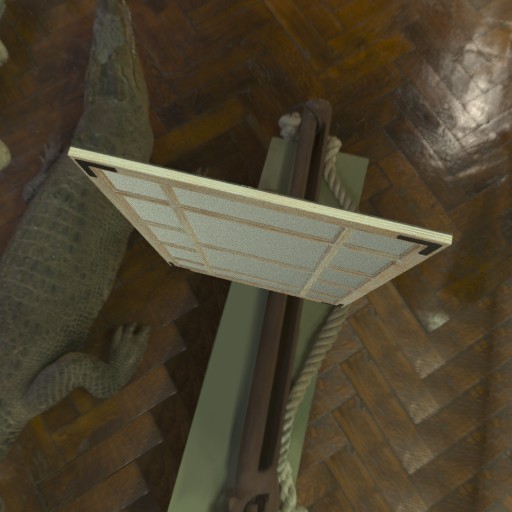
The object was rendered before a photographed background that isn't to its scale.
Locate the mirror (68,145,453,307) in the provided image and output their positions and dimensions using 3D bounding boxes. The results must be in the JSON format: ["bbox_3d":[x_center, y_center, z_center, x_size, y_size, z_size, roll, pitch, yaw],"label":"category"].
[{"bbox_3d":[0.000,0.000,1.277,0.705,0.996,0.025,14,77,3],"label":"mirror"}]
